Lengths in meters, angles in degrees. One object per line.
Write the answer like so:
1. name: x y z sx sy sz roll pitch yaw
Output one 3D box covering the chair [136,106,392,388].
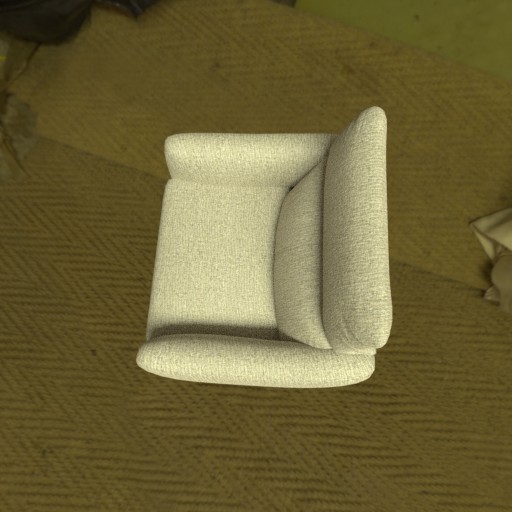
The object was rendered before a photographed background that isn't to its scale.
1. chair: 0.000 0.000 1.732 0.835 0.967 0.972 3 73 1
